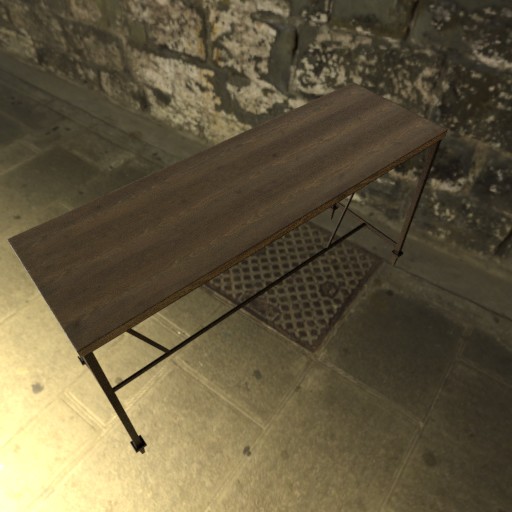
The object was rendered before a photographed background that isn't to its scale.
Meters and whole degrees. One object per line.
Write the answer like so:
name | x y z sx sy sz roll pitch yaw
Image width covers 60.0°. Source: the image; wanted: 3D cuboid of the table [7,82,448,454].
table | 0.000 0.000 2.027 1.700 0.902 0.551 -31 55 -25
